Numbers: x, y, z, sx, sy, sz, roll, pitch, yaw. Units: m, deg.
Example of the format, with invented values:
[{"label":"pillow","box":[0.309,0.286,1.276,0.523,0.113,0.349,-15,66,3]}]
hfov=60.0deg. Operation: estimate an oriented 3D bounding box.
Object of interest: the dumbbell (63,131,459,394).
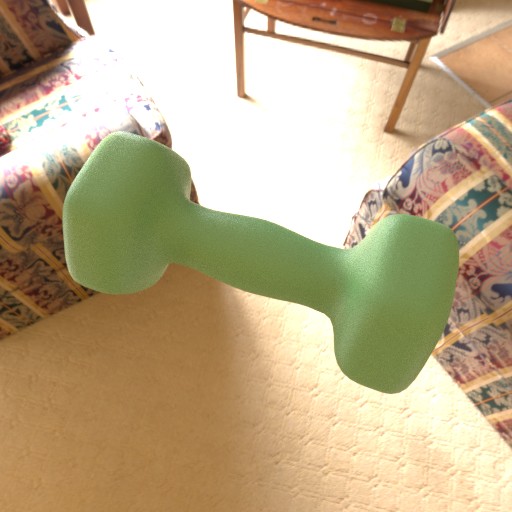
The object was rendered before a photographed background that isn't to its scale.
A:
[{"label":"dumbbell","box":[0.000,0.000,0.315,0.257,0.114,0.126,18,64,9]}]
